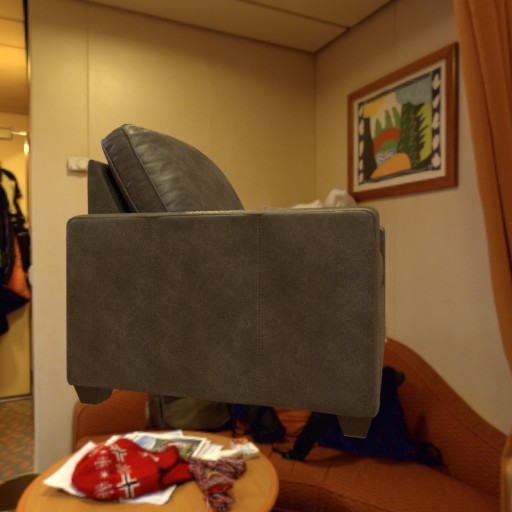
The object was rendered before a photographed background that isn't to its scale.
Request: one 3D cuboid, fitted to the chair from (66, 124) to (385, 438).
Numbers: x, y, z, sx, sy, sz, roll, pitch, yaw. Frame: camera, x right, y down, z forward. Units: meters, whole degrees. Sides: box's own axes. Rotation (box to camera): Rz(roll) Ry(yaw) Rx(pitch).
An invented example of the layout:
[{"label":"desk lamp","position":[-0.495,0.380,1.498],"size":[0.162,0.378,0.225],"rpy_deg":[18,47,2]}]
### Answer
[{"label":"chair","position":[0.000,0.000,1.694],"size":[0.939,0.916,1.006],"rpy_deg":[0,1,17]}]
